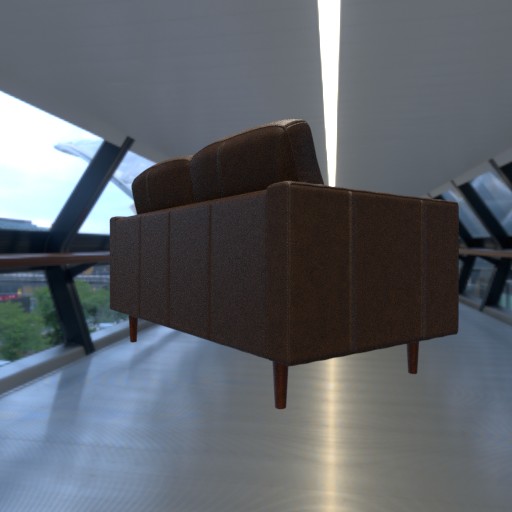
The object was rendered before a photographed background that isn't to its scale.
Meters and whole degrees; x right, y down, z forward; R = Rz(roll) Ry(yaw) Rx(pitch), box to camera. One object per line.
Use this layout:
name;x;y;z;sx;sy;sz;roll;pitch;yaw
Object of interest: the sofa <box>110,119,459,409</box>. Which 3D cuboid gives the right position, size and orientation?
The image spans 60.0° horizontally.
sofa;0.000;0.000;2.131;0.909;0.951;1.578;0;0;-36
